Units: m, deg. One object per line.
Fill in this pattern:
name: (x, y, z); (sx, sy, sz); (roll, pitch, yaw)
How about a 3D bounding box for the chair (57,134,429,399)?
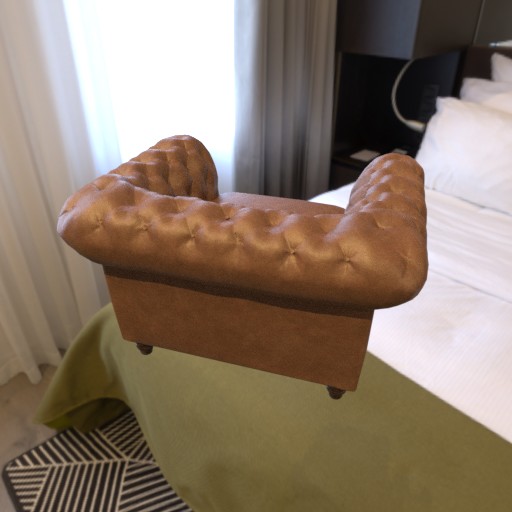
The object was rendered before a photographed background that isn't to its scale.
chair: (0.000, 0.000, 1.901); (1.298, 0.784, 0.954); (9, 32, 15)
